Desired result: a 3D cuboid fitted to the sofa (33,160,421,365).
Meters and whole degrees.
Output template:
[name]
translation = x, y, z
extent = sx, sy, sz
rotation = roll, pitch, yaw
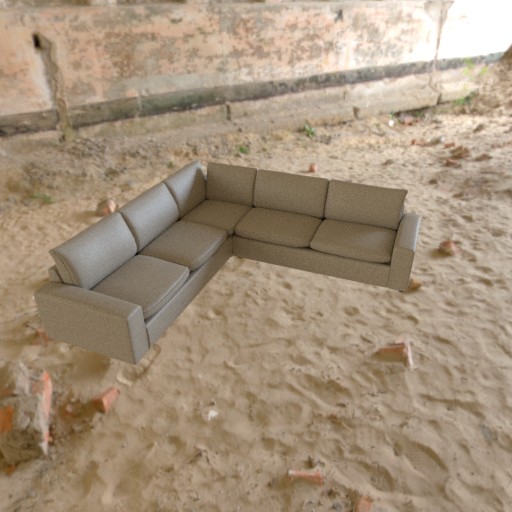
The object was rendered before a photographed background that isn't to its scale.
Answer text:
[sofa]
translation = 0.000, 0.000, 4.135
extent = 2.742, 0.800, 2.622
rotation = 12, 33, 19
